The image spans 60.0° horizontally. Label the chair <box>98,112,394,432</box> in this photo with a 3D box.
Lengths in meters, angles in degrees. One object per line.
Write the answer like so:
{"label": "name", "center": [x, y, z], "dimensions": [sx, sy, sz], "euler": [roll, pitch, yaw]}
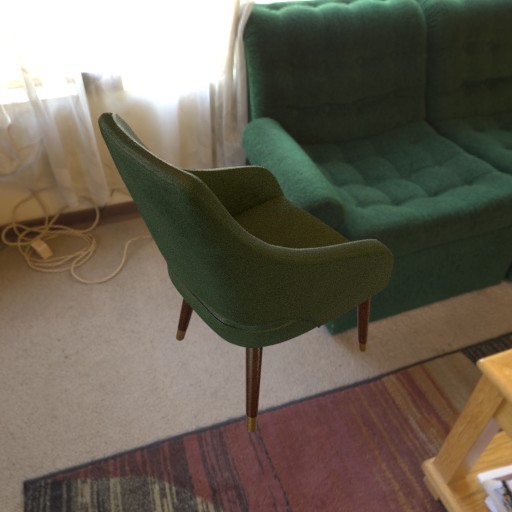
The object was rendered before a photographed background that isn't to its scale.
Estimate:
{"label": "chair", "center": [0.000, 0.000, 1.558], "dimensions": [0.794, 1.081, 0.683], "euler": [-26, 46, -27]}
